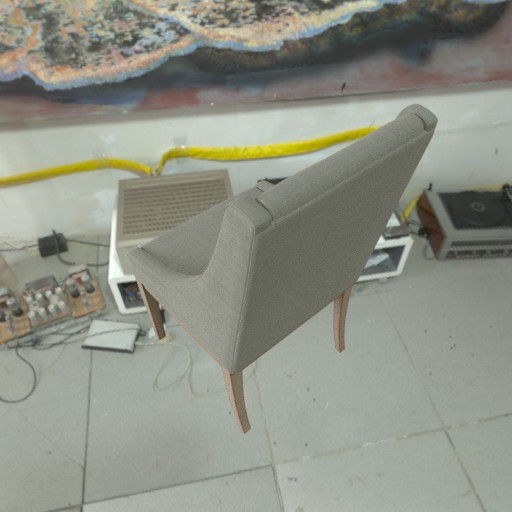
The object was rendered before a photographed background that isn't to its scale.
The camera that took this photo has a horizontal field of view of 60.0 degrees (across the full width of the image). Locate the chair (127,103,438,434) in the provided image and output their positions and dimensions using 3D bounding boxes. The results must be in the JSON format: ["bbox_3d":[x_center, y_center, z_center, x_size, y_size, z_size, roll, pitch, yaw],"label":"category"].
[{"bbox_3d":[0.000,0.000,1.352,0.575,1.021,0.611,-32,55,-26],"label":"chair"}]
